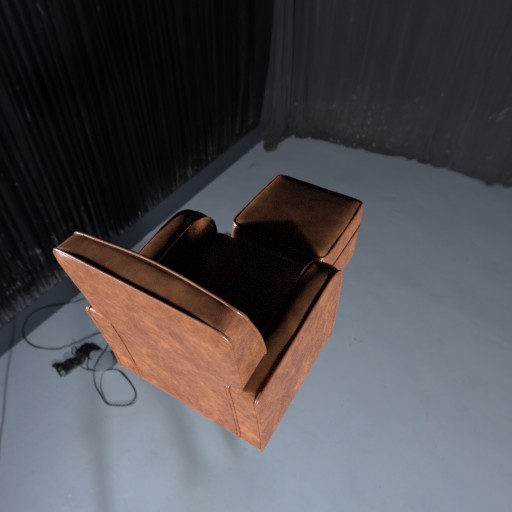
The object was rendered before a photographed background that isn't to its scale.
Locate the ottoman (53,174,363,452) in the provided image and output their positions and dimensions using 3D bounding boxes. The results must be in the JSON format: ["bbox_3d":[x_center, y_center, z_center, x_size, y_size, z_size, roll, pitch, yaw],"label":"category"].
[{"bbox_3d":[0.000,0.000,1.873,0.732,0.904,1.314,23,49,22],"label":"ottoman"}]
